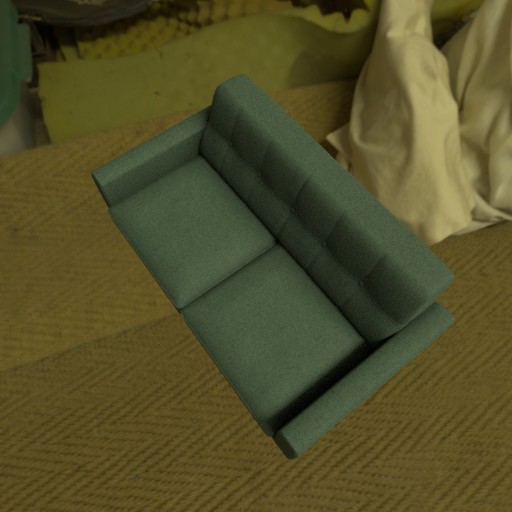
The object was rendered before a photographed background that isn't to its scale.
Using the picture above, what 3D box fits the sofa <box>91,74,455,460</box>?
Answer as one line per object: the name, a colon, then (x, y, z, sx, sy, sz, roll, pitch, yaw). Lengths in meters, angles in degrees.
sofa: (0.000, 0.000, 2.167, 0.909, 0.841, 1.631, -34, 68, -16)
